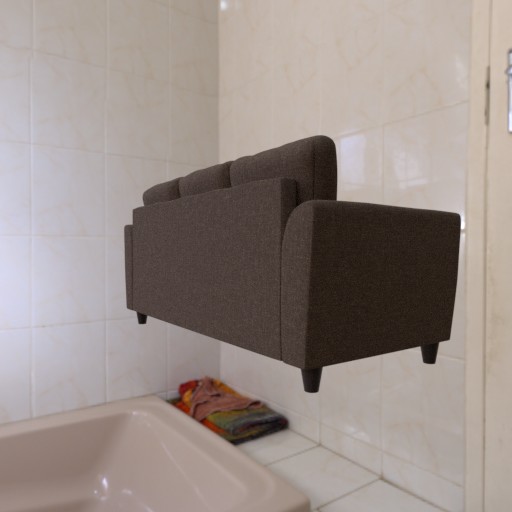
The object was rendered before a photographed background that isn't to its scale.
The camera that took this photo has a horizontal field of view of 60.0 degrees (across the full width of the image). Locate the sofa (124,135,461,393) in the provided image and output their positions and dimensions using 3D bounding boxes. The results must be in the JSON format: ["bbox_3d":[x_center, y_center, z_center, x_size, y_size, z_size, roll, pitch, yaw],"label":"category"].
[{"bbox_3d":[0.000,0.000,2.364,0.837,0.891,1.847,-1,1,-34],"label":"sofa"}]
